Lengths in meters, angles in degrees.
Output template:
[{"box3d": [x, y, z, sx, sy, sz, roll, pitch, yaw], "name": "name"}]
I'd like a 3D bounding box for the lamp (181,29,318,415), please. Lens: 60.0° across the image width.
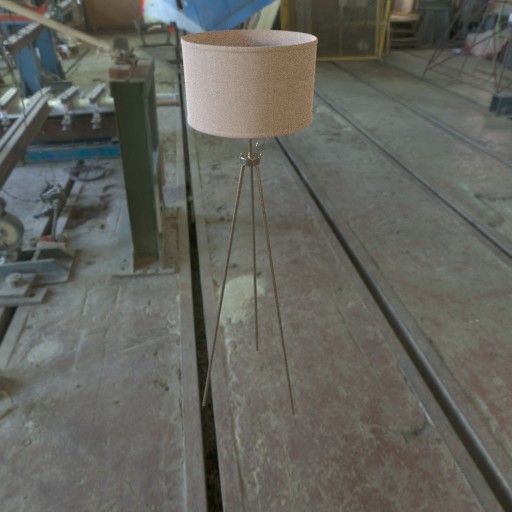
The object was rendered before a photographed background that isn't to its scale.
[{"box3d": [0.000, 0.000, 1.737, 0.460, 1.545, 0.449, 21, 38, 29], "name": "lamp"}]
